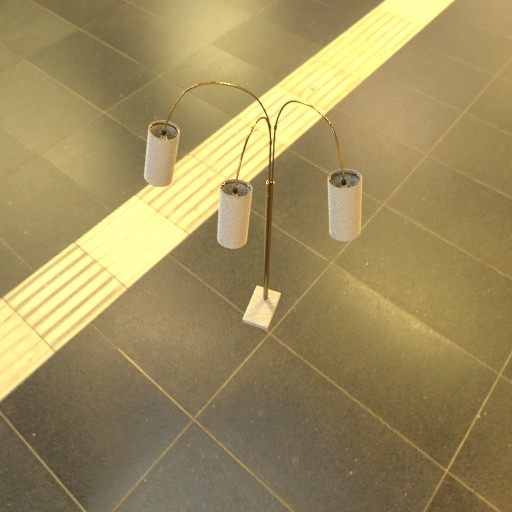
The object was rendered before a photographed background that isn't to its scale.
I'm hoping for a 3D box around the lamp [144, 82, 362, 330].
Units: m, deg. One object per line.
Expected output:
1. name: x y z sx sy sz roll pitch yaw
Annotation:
1. lamp: 0.000 0.000 2.533 1.020 2.055 0.667 17 59 11
